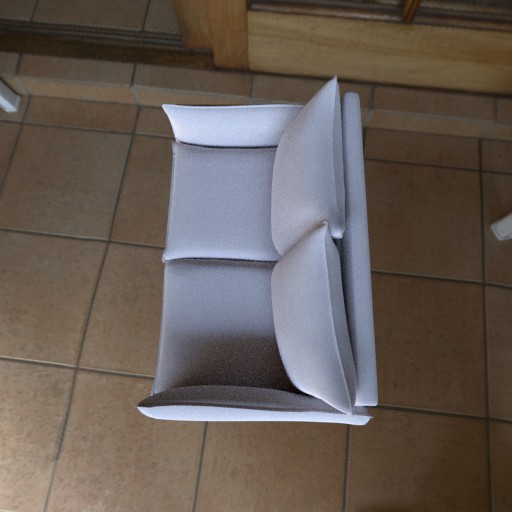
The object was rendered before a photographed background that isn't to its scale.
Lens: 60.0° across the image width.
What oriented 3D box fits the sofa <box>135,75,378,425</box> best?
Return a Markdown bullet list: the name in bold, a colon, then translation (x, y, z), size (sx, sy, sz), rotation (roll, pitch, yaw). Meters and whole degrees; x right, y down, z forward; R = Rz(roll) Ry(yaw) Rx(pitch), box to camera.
- **sofa**: translation (0.000, 0.000, 1.858), size (0.820, 0.840, 1.300), rotation (1, 73, 0)
